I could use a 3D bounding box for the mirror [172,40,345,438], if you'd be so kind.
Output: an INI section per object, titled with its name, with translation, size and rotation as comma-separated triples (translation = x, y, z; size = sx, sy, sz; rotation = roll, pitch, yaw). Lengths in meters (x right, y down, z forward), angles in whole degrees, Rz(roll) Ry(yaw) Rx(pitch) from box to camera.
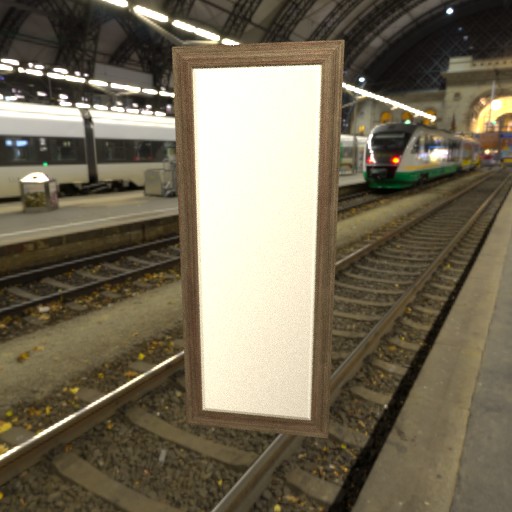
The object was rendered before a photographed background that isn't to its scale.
[mirror]
translation = 0.000, 0.000, 2.299
size = 0.812, 2.032, 0.025
rotation = 2, 13, 9
